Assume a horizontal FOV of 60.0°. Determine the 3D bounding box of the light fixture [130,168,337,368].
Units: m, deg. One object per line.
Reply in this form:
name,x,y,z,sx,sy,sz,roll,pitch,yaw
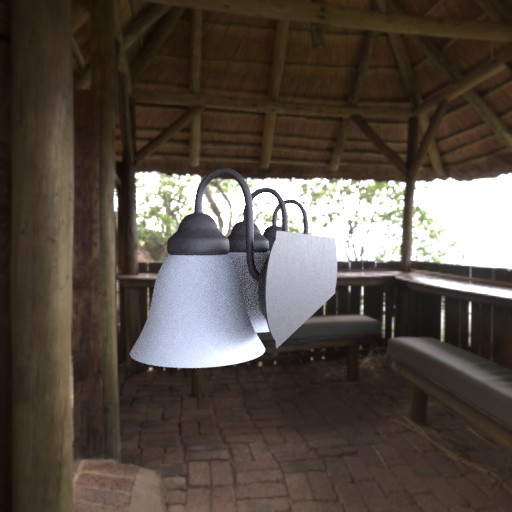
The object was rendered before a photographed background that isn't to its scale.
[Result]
light fixture,0.000,0.000,0.726,0.199,0.222,0.610,0,2,16
